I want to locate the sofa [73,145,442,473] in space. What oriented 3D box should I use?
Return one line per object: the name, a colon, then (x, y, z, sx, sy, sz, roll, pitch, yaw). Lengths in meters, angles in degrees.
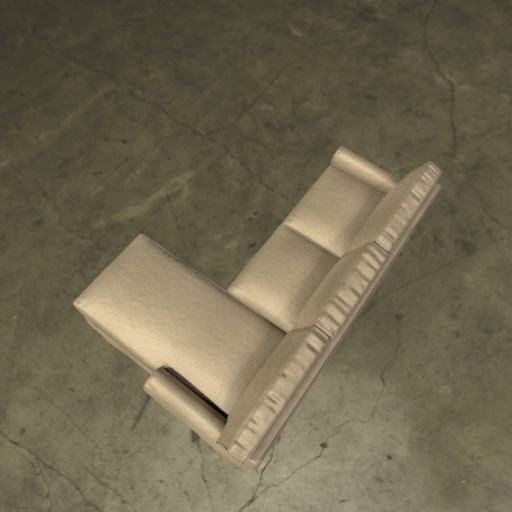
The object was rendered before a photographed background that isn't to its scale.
sofa: (0.000, 0.000, 3.363, 1.733, 0.978, 2.475, 33, 67, 16)
